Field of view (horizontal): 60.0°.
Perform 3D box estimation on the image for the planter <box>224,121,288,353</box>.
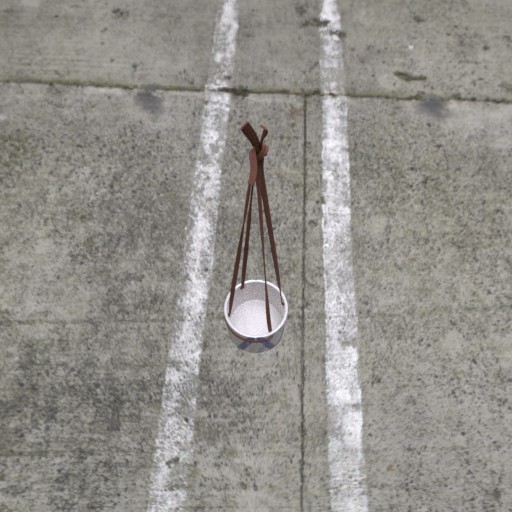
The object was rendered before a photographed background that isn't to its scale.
[{"bbox_3d":[0.000,0.000,0.846,0.153,0.753,0.157,2,59,1],"label":"planter"}]
